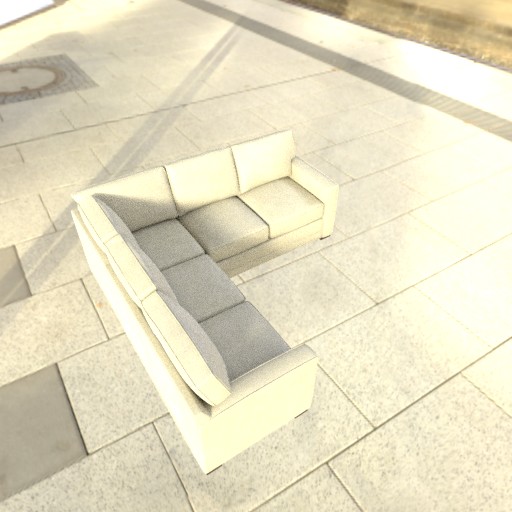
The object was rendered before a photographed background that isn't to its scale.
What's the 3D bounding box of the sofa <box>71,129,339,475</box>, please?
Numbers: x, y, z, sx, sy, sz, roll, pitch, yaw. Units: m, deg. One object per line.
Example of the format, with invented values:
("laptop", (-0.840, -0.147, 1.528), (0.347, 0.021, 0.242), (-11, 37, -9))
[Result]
("sofa", (0.000, 0.000, 3.523), (2.211, 0.936, 2.188), (-24, 47, -25))
